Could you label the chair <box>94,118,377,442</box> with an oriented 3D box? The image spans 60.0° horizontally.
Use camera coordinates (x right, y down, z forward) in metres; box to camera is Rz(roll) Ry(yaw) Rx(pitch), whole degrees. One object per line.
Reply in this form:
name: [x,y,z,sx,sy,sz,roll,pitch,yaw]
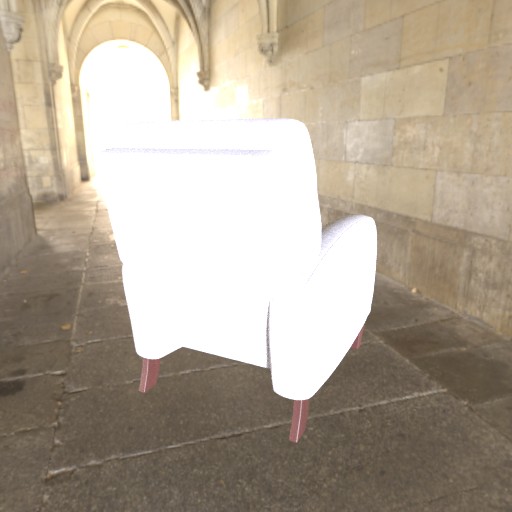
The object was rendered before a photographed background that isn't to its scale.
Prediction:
chair: [0.000,0.000,1.727,0.762,0.990,0.990,8,17,26]
